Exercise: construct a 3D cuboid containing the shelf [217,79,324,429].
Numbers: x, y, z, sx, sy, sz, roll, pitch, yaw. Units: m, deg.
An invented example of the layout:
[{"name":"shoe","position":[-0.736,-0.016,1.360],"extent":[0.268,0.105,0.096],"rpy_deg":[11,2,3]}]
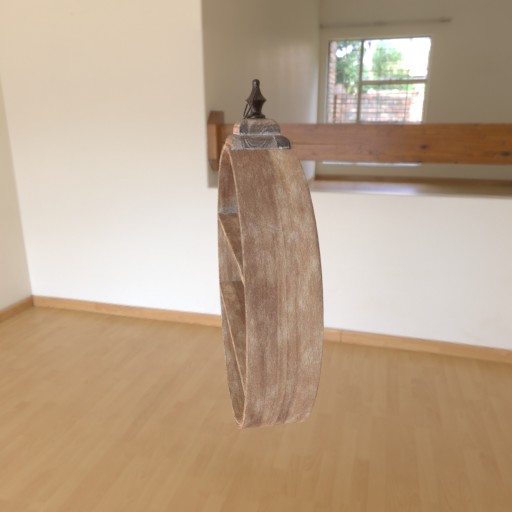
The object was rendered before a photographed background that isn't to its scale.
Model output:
[{"name":"shelf","position":[0.000,0.000,0.974],"extent":[0.125,0.725,0.601],"rpy_deg":[-3,17,-9]}]
